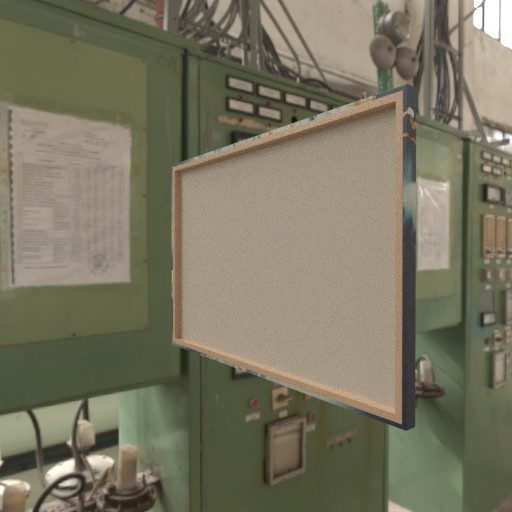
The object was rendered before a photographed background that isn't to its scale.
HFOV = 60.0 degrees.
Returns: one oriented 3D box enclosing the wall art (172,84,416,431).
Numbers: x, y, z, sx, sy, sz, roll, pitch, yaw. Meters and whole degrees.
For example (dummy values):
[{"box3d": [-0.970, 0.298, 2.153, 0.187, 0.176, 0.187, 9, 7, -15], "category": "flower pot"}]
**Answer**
[{"box3d": [0.000, 0.000, 1.434, 0.035, 0.759, 1.138, 0, 1, -37], "category": "wall art"}]
